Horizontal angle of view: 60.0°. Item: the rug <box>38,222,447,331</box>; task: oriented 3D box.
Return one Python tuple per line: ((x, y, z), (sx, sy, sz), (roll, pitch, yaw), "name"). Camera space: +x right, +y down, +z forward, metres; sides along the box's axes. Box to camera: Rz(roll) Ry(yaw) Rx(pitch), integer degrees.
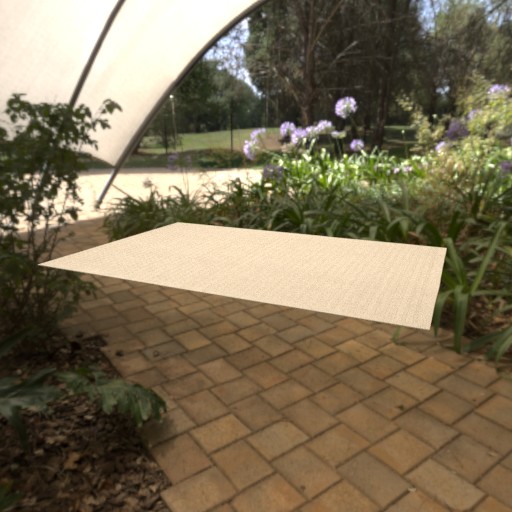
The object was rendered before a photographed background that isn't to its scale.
((0.000, 0.000, 2.952), (2.289, 0.006, 1.523), (7, 17, 24), "rug")
